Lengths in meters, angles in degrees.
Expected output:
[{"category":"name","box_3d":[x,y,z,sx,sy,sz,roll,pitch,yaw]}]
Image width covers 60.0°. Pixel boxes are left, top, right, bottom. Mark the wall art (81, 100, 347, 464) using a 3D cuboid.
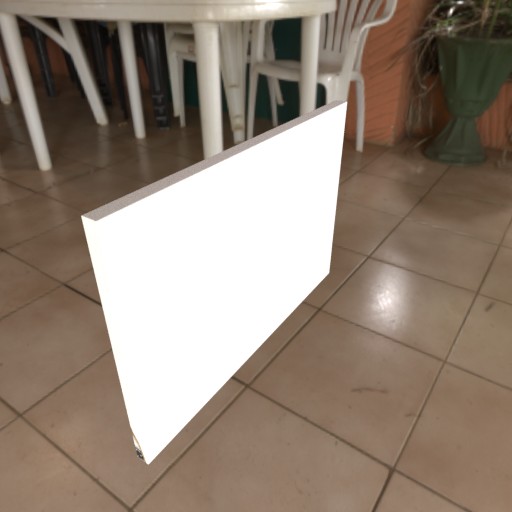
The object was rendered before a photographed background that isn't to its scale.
[{"category":"wall art","box_3d":[0.000,0.000,1.136,0.038,0.601,0.898,20,37,28]}]
